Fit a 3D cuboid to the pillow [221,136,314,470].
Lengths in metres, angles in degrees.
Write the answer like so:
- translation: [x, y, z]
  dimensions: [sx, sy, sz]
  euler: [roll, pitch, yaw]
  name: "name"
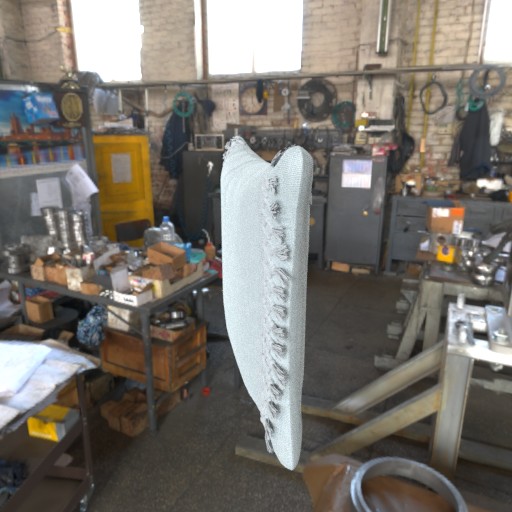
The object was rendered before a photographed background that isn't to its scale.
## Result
- translation: [0.000, 0.000, 0.592]
  dimensions: [0.084, 0.305, 0.466]
  euler: [-2, 17, -8]
  name: "pillow"
